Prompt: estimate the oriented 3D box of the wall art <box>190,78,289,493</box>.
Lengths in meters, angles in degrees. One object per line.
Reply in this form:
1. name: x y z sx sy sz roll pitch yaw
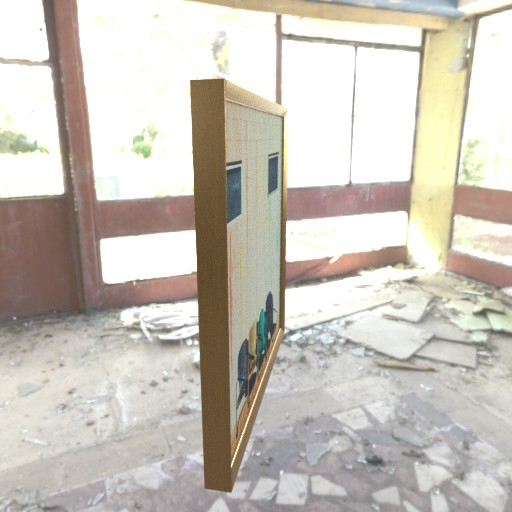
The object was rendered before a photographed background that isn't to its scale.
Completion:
1. wall art: 0.000 0.000 0.755 0.037 0.505 0.505 3 15 11
